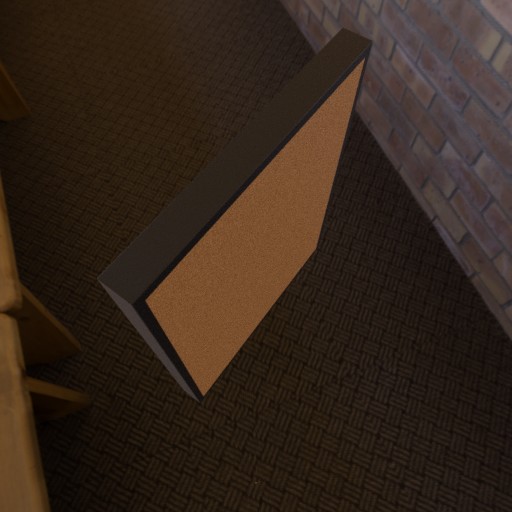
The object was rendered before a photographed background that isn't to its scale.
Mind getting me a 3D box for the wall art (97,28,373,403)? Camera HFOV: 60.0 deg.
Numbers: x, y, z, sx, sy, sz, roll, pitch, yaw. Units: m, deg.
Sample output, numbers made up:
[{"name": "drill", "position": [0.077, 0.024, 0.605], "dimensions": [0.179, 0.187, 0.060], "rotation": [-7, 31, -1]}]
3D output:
[{"name": "wall art", "position": [0.000, 0.000, 0.489], "dimensions": [0.030, 0.369, 0.294], "rotation": [33, 68, 16]}]
